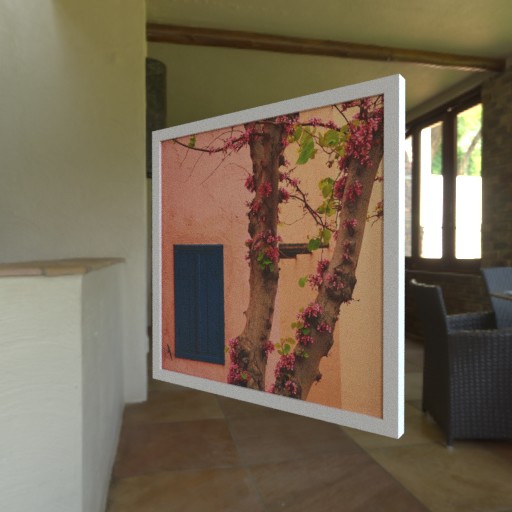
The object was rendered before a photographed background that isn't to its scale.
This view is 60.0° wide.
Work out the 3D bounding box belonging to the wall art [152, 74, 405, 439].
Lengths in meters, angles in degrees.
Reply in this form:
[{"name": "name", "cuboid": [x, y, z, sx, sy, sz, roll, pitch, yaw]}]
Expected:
[{"name": "wall art", "cuboid": [0.000, 0.000, 1.163, 0.762, 0.762, 0.038, 0, 1, 36]}]
